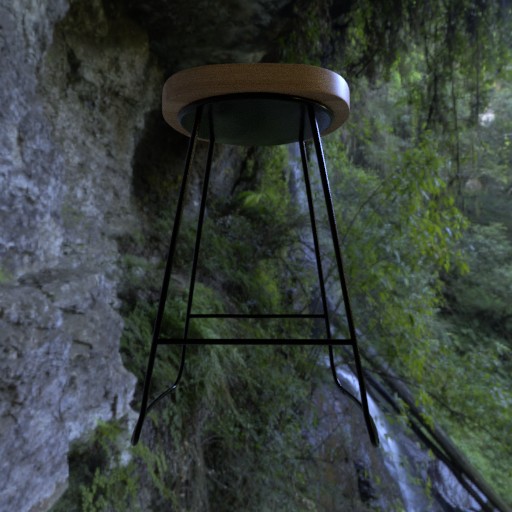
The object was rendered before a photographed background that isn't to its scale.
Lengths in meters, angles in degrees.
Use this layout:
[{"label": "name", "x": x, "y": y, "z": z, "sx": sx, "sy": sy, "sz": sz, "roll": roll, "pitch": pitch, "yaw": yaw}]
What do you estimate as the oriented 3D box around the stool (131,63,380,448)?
[{"label": "stool", "x": 0.000, "y": 0.000, "z": 0.950, "sx": 0.480, "sy": 0.679, "sz": 0.401, "roll": 0, "pitch": -1, "yaw": 1}]
